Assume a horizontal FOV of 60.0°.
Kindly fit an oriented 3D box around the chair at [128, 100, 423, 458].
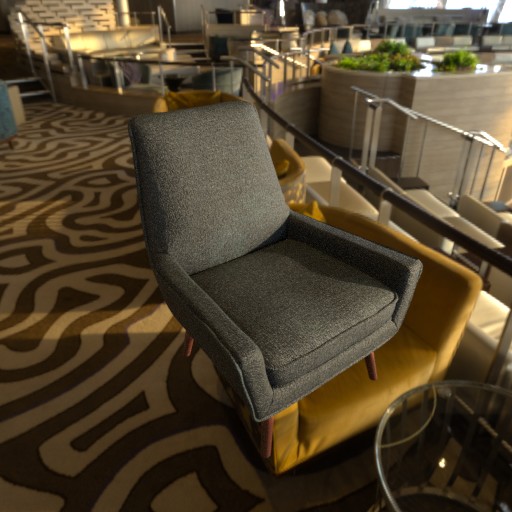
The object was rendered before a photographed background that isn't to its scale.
[{"bbox_3d":[0.000,0.000,1.535,0.763,0.883,0.859,-22,36,-32],"label":"chair"}]
